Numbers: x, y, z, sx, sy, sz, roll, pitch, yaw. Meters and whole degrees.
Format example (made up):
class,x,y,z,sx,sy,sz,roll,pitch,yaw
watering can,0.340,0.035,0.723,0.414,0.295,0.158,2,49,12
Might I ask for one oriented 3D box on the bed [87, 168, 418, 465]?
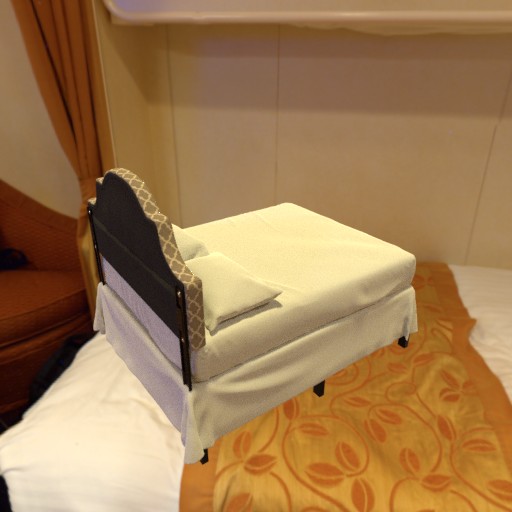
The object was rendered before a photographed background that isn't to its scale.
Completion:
class,x,y,z,sx,sy,sz,roll,pitch,yaw
bed,0.000,0.000,3.422,2.222,1.633,1.780,-18,31,-32
